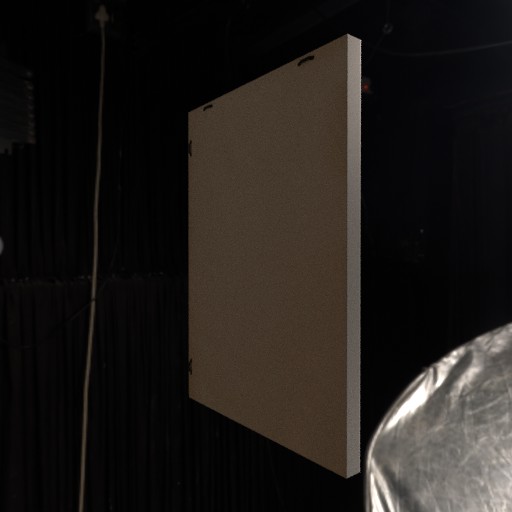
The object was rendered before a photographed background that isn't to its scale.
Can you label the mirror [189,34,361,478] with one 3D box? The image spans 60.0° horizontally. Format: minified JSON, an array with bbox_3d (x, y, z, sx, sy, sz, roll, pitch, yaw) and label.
[{"bbox_3d":[0.000,0.000,0.916,0.039,0.710,0.507,0,1,-38],"label":"mirror"}]
